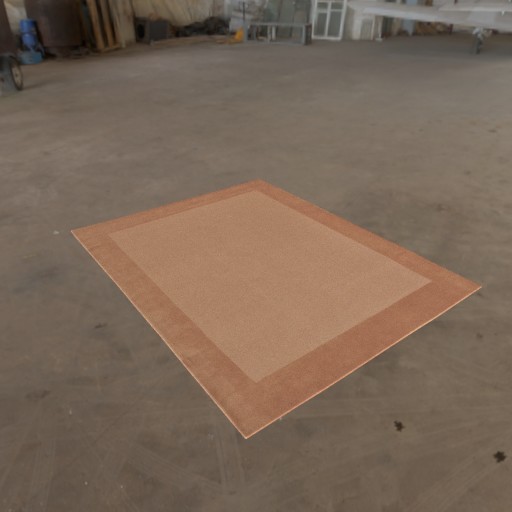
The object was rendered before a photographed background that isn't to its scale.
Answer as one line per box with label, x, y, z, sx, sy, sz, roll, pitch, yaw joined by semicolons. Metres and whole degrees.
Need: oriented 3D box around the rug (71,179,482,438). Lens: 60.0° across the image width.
rug;0.000;0.000;4.103;2.431;0.021;3.057;-21;37;-31
